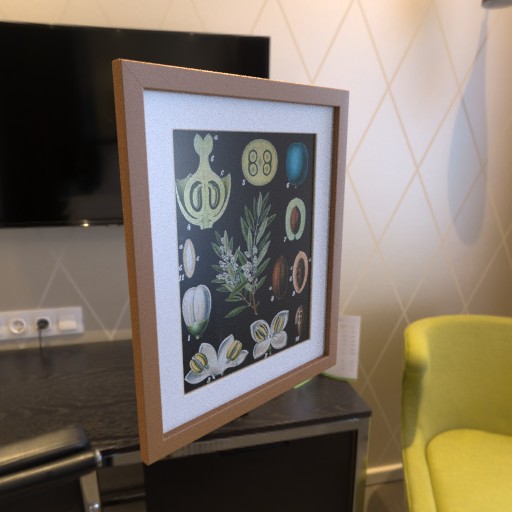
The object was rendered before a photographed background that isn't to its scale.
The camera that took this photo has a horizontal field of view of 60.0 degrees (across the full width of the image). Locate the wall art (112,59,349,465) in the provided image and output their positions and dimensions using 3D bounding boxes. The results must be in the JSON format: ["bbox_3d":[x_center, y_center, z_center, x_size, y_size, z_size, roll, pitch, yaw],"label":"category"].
[{"bbox_3d":[0.000,0.000,0.505,0.310,0.379,0.015,-13,19,-41],"label":"wall art"}]
